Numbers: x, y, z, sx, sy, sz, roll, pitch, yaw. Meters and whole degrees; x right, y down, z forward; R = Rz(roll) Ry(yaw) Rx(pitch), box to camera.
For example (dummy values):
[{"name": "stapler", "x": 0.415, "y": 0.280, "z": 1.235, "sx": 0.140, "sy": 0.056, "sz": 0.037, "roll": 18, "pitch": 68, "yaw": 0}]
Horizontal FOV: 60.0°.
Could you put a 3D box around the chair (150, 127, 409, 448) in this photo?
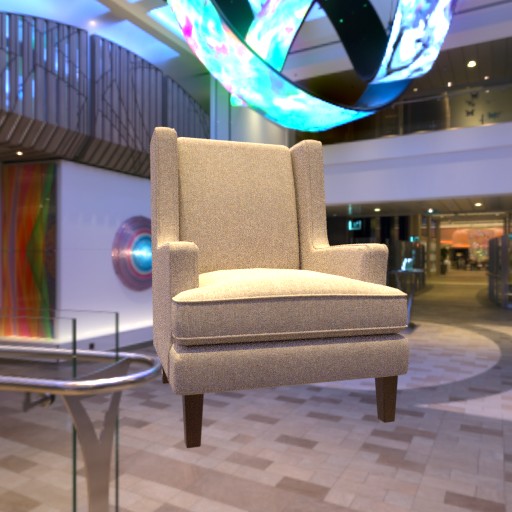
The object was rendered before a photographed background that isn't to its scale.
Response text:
[{"name": "chair", "x": 0.000, "y": 0.000, "z": 1.756, "sx": 0.764, "sy": 1.082, "sz": 0.948, "roll": 0, "pitch": 0, "yaw": -17}]
